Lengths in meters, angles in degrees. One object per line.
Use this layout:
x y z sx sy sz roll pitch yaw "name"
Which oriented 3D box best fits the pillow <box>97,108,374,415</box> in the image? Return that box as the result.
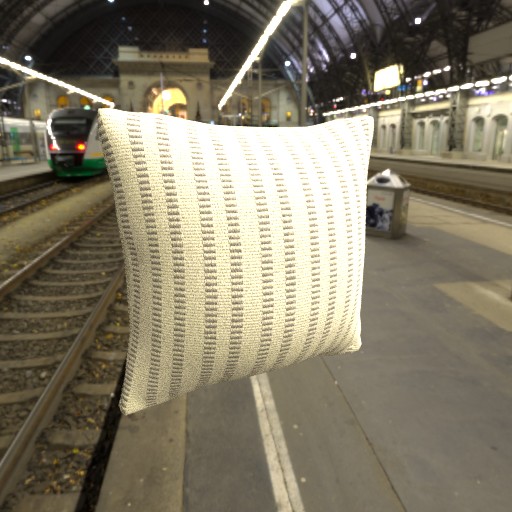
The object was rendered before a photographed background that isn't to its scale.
0.000 0.000 0.678 0.438 0.419 0.247 -8 17 -27 "pillow"
